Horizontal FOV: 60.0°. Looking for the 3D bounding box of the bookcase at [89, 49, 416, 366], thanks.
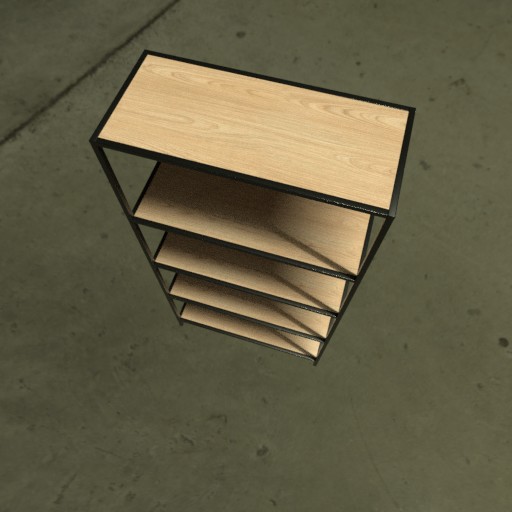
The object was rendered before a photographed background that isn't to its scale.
[{"bbox_3d":[0.000,0.000,1.802,0.770,1.500,0.350,15,64,8],"label":"bookcase"}]
